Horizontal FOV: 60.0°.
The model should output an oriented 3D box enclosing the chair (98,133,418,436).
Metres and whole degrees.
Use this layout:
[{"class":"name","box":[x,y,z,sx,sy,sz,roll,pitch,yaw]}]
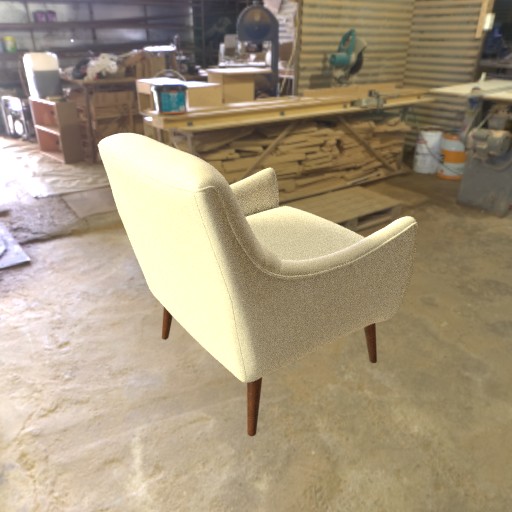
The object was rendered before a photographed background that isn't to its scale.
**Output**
[{"class":"chair","box":[0.000,0.000,1.502,0.787,0.838,0.762,-18,32,-32]}]
